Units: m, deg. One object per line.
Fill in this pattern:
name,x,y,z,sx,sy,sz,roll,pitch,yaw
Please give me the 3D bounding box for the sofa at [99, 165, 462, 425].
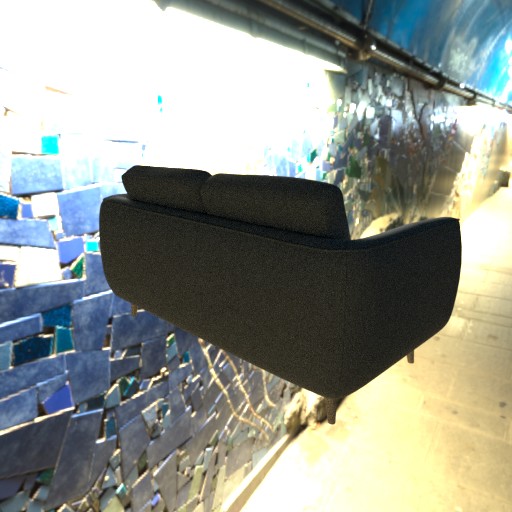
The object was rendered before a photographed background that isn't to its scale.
sofa,0.000,0.000,2.195,1.700,0.870,0.920,15,22,43
